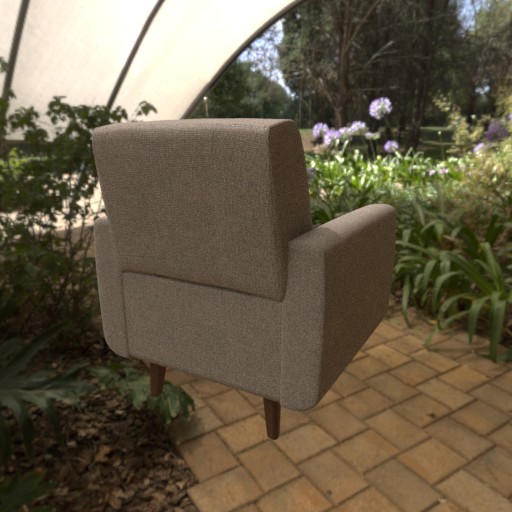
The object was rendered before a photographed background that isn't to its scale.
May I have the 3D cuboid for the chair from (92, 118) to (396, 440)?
[{"bbox_3d":[0.000,0.000,1.669,0.845,0.968,0.942,8,17,28],"label":"chair"}]
